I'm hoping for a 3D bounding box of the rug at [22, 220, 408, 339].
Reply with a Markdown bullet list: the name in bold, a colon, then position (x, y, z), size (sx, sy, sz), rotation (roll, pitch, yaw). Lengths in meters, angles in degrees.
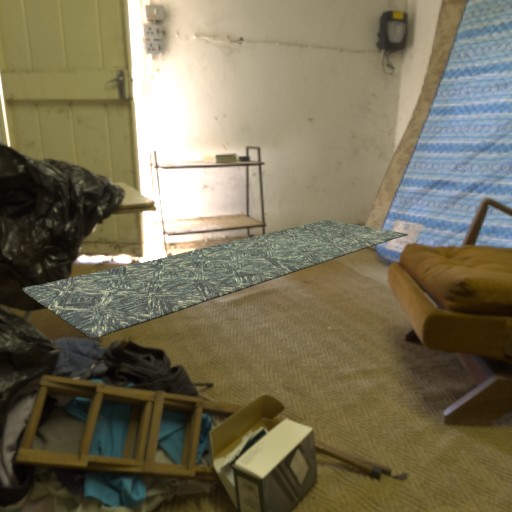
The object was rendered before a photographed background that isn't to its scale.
- **rug**: position (0.000, 0.000, 2.546), size (0.719, 0.013, 2.306), rotation (15, 22, 43)
